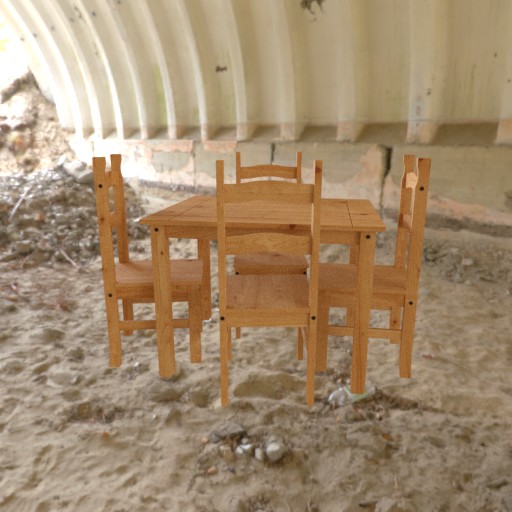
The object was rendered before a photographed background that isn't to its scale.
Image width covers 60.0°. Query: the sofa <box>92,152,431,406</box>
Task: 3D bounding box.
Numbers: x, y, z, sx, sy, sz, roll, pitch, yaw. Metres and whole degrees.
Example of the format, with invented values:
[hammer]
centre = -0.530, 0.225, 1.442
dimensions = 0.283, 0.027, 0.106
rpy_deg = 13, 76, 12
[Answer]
[sofa]
centre = 0.000, 0.000, 2.251
dimensions = 1.529, 1.000, 1.144
rpy_deg = 2, 15, 9
